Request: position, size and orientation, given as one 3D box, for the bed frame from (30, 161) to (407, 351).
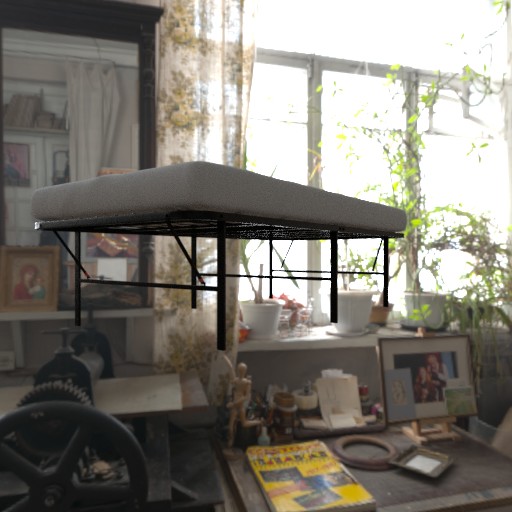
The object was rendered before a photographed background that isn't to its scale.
[{"bbox_3d":[0.000,0.000,2.323,0.989,0.619,1.903,0,0,37],"label":"bed frame"}]
